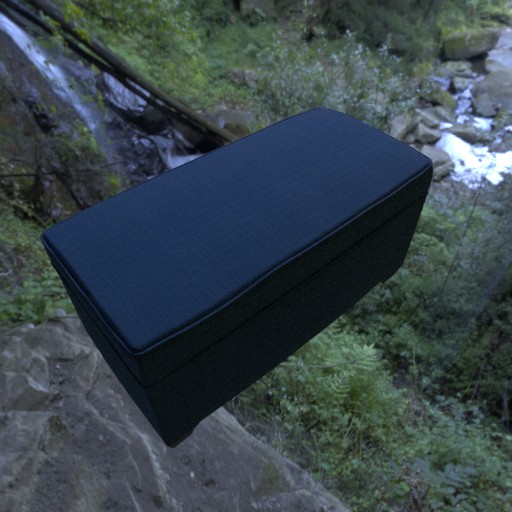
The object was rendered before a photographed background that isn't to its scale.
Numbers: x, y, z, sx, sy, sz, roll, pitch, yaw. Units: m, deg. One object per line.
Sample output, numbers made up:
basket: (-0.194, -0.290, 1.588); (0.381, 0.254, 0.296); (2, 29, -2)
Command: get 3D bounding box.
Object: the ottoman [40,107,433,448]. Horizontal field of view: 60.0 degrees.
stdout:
ottoman: (0.000, 0.000, 1.245); (0.943, 0.474, 0.474); (-32, 54, -27)
